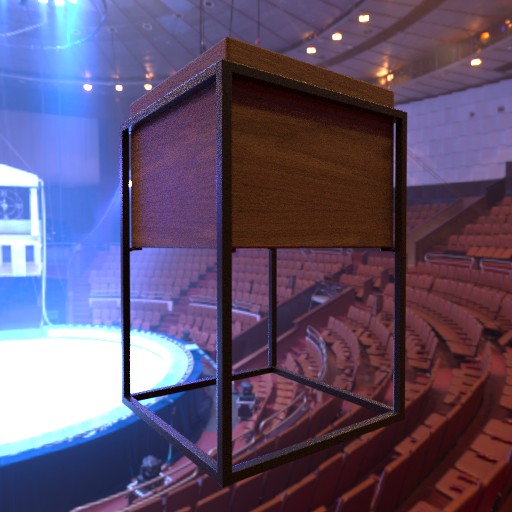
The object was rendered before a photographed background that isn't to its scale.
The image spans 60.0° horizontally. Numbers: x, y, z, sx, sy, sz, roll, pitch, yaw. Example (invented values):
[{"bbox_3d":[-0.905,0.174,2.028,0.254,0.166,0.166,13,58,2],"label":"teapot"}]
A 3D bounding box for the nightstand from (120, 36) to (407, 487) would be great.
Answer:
[{"bbox_3d":[0.000,0.000,0.861,0.397,0.607,0.397,-1,2,-36],"label":"nightstand"}]
